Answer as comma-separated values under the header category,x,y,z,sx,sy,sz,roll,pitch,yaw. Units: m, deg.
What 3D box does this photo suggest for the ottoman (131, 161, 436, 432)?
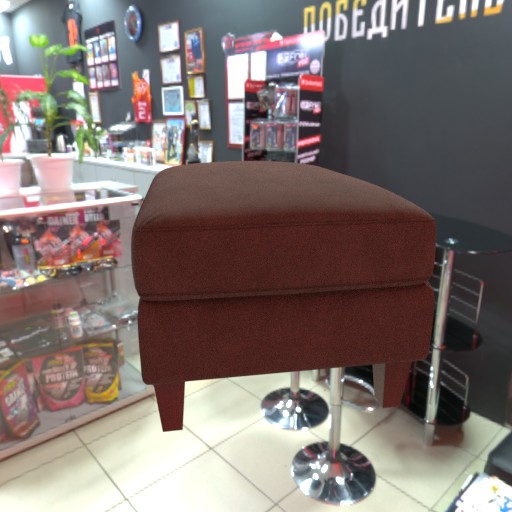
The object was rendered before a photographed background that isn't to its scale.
category,x,y,z,sx,sy,sz,roll,pitch,yaw
ottoman,0.000,0.000,1.222,0.584,0.483,0.864,-3,17,-9
